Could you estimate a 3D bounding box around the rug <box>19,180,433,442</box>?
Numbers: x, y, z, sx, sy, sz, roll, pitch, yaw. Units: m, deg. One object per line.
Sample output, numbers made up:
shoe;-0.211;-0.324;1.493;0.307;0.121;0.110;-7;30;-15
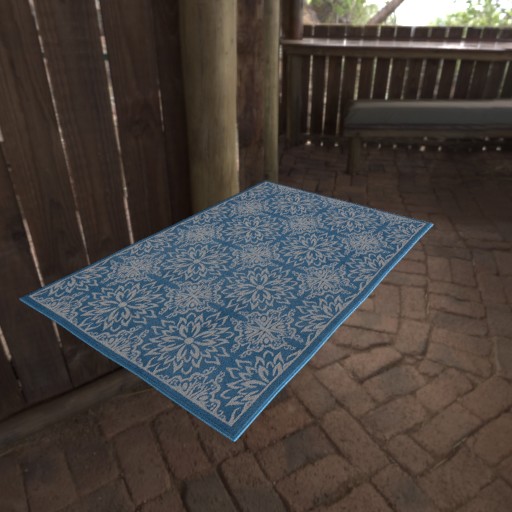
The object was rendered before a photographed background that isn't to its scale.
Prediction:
rug;0.000;0.000;3.407;1.830;0.018;2.769;20;36;31
